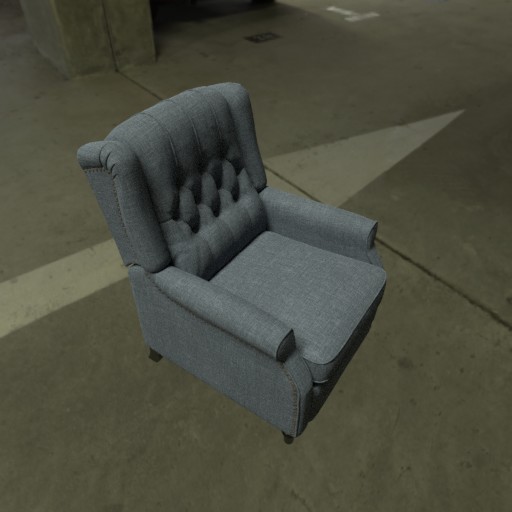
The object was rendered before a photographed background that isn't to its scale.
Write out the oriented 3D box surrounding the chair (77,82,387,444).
[{"bbox_3d":[0.000,0.000,1.656,0.898,1.035,0.742,24,46,25],"label":"chair"}]
